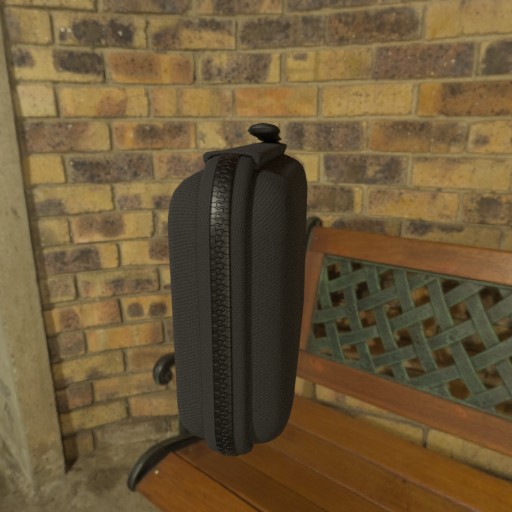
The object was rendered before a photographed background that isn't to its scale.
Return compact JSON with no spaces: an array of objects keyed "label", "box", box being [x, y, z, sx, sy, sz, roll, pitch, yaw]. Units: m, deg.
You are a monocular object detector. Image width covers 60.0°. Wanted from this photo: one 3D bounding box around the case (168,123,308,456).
[{"label":"case","box":[0.000,0.000,0.181,0.038,0.105,0.132,2,16,8]}]
